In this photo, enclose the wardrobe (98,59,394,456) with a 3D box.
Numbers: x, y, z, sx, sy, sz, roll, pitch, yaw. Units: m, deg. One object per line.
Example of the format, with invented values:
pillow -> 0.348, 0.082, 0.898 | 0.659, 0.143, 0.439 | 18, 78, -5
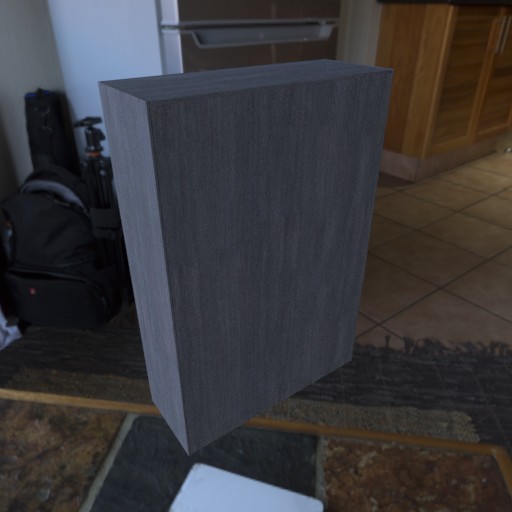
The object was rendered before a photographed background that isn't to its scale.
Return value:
wardrobe -> 0.000, 0.000, 2.496 | 1.290, 1.910, 0.510 | -20, 36, -30
